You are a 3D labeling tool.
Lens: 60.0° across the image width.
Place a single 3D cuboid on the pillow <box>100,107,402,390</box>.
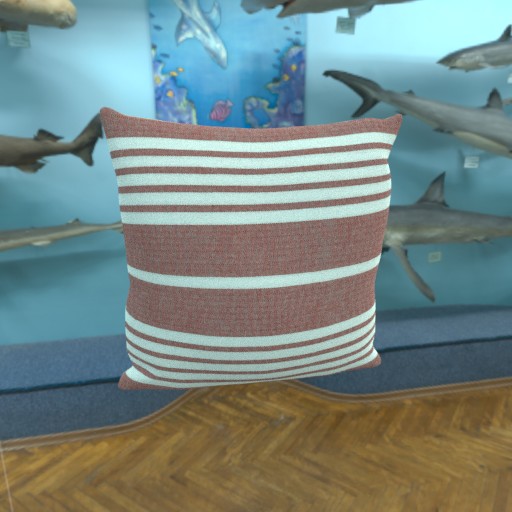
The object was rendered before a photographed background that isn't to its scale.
[{"bbox_3d":[0.000,0.000,0.673,0.439,0.427,0.182,-3,16,-9],"label":"pillow"}]
